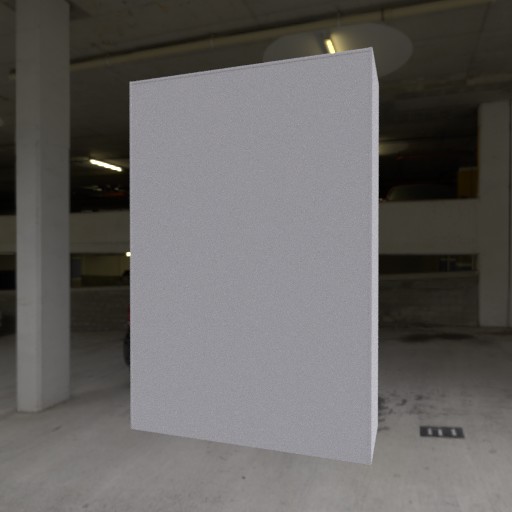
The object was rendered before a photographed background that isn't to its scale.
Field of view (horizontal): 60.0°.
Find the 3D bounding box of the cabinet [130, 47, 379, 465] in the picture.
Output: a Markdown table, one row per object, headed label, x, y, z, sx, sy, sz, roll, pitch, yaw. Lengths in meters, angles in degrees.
| label | x | y | z | sx | sy | sz | roll | pitch | yaw |
| --- | --- | --- | --- | --- | --- | --- | --- | --- | --- |
| cabinet | 0.000 | 0.000 | 2.473 | 1.290 | 1.910 | 0.510 | 0 | 1 | 19 |
